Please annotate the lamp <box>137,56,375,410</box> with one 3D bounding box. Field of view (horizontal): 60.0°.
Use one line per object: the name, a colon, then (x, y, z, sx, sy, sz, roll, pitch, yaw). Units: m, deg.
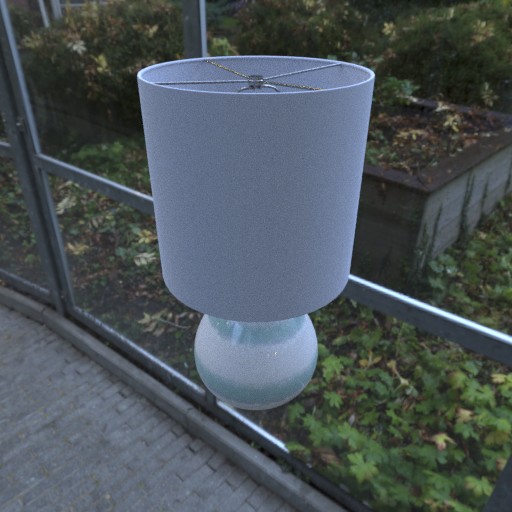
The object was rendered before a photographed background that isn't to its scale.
lamp: (0.000, 0.000, 0.517, 0.217, 0.404, 0.217, -18, 35, -28)
